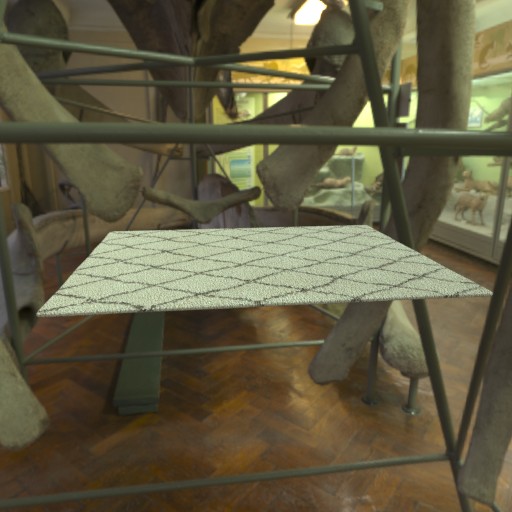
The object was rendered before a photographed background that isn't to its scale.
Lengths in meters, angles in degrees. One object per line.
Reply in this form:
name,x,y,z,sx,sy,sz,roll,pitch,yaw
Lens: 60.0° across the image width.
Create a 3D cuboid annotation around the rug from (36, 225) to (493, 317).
rug,0.000,0.000,4.070,3.047,0.029,2.438,-2,15,-7
